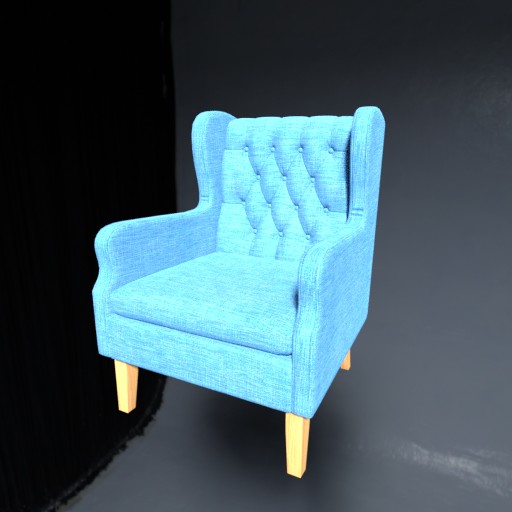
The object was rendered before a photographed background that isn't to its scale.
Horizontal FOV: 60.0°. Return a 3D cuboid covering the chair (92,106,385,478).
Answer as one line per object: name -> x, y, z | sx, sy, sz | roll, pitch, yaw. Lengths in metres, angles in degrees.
chair -> 0.000, 0.000, 1.479 | 0.711, 0.952, 0.775 | 8, 17, 27
